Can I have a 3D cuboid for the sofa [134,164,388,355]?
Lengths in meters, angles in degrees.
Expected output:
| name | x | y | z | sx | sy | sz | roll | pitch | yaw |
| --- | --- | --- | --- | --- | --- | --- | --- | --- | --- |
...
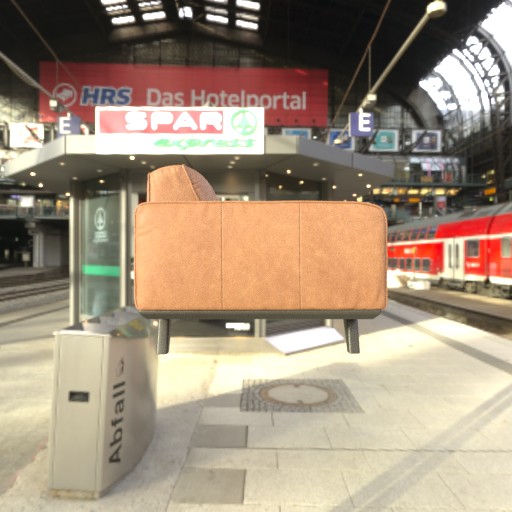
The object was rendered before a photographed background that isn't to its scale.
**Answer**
| name | x | y | z | sx | sy | sz | roll | pitch | yaw |
| --- | --- | --- | --- | --- | --- | --- | --- | --- | --- |
| sofa | 0.000 | 0.000 | 2.750 | 0.953 | 0.780 | 2.270 | 0 | 0 | -1 |
